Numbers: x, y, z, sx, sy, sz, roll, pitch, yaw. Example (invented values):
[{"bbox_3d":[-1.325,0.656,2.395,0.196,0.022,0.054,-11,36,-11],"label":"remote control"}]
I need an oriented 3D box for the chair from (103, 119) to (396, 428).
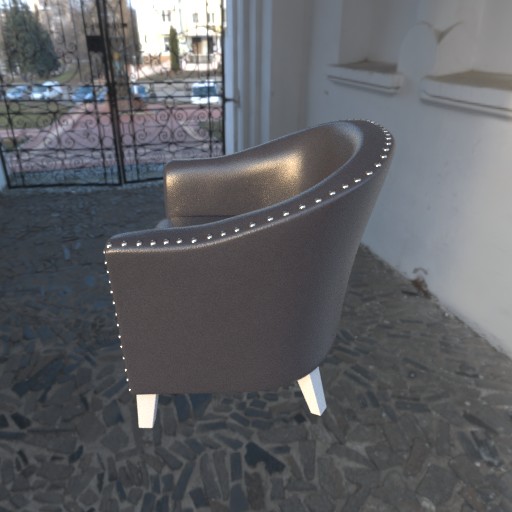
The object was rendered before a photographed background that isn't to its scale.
[{"bbox_3d":[0.000,0.000,1.438,0.748,0.823,0.794,0,26,1],"label":"chair"}]
